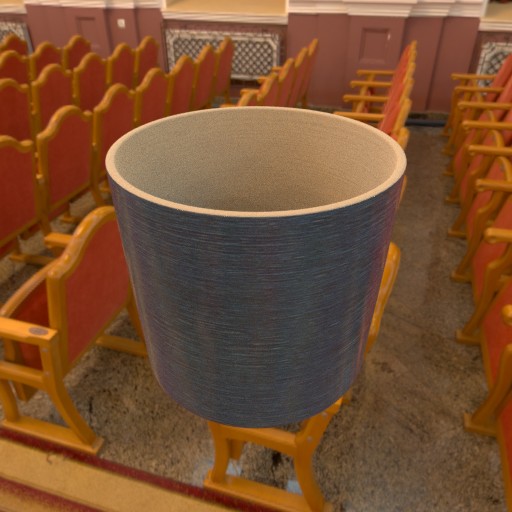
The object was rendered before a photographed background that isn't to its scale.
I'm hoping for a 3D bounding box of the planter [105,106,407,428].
[{"bbox_3d":[0.000,0.000,0.394,0.221,0.201,0.221,0,34,0],"label":"planter"}]
